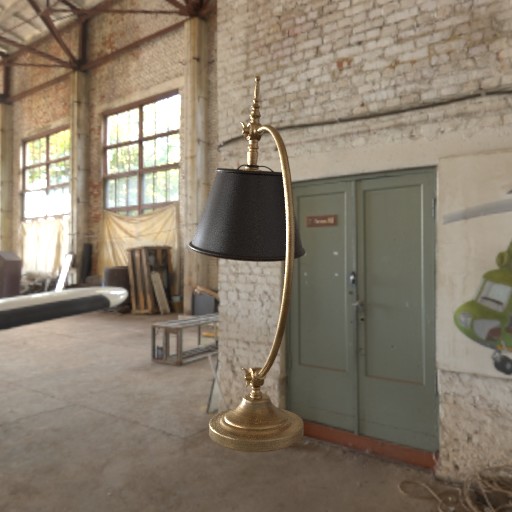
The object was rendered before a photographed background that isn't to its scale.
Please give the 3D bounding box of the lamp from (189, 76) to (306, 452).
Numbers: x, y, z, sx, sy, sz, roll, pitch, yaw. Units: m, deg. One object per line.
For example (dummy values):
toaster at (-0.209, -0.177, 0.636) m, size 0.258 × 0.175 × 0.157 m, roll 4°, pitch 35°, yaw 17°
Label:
lamp at (0.000, 0.000, 0.839) m, size 0.235 × 0.675 × 0.344 m, roll 0°, pitch -1°, yaw -17°
